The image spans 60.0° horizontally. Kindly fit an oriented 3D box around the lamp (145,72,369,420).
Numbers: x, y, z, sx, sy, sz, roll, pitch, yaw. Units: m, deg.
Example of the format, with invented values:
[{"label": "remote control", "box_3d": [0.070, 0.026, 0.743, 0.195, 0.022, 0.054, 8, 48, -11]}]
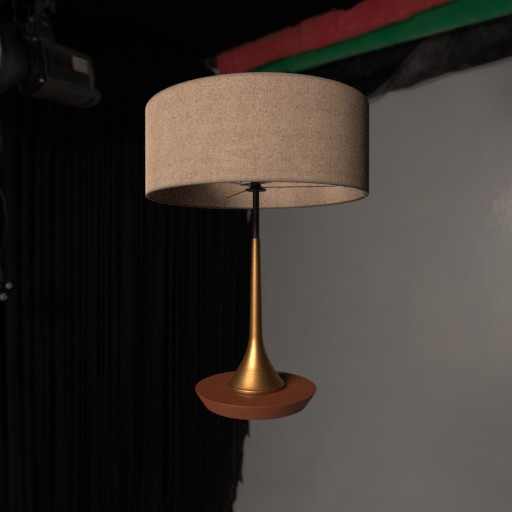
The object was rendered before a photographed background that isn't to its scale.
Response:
[{"label": "lamp", "box_3d": [0.000, 0.000, 0.839, 0.417, 0.551, 0.396, 0, 1, 36]}]
